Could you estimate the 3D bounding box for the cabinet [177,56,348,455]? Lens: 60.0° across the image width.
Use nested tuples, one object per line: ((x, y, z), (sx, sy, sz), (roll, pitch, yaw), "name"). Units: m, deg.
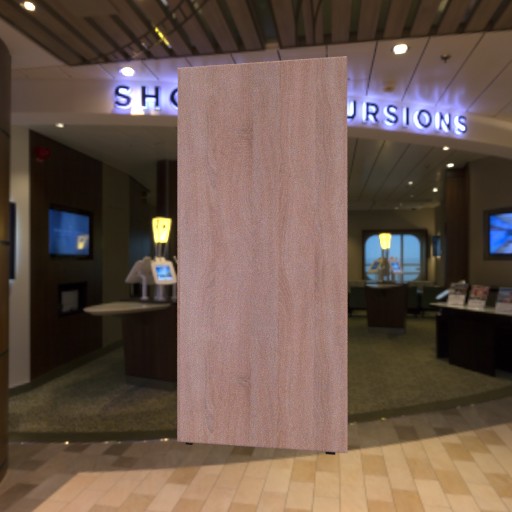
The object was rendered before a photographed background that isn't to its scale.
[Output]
((0.000, 0.000, 2.820), (1.094, 2.120, 1.327), (0, 0, -36), "cabinet")
